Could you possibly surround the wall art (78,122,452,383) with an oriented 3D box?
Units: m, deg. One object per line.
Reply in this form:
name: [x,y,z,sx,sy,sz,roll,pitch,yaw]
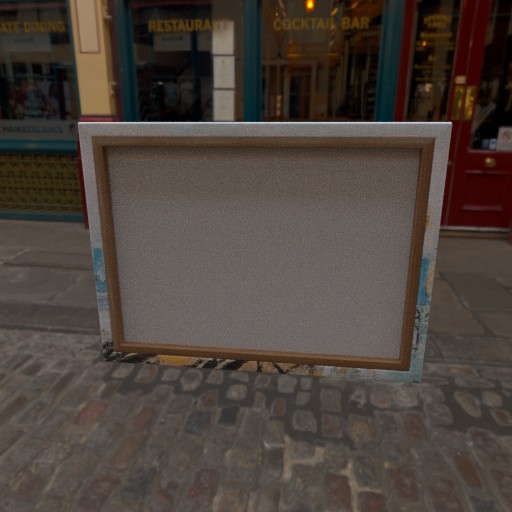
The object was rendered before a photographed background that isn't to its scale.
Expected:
wall art: [0.000,0.000,1.319,1.016,0.762,0.038,2,17,7]
